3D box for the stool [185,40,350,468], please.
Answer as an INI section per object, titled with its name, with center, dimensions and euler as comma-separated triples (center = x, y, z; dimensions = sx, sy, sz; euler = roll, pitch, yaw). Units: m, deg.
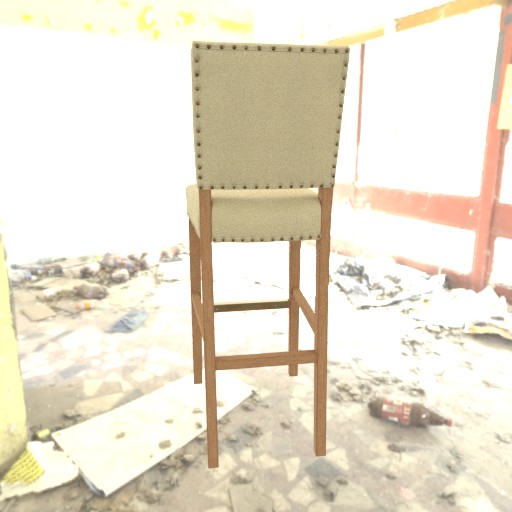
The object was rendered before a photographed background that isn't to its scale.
[stool]
center = 0.000, 0.000, 1.399
dimensions = 0.428, 1.143, 0.546
euler = -2, 15, -9
